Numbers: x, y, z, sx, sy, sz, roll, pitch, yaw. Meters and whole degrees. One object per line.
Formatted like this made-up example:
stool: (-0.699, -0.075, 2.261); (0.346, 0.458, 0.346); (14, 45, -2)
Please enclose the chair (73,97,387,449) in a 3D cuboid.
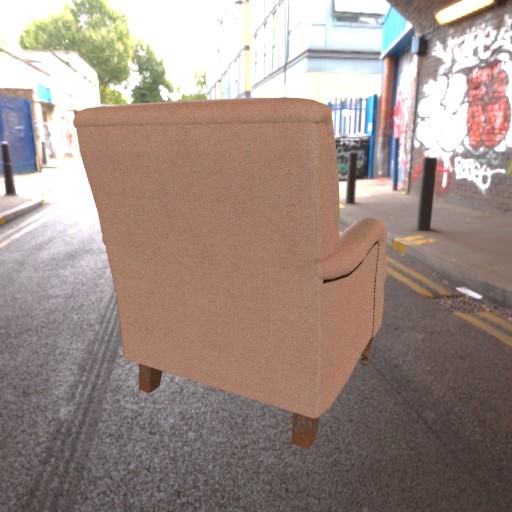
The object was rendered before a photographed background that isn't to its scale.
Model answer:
chair: (0.000, 0.000, 1.759); (0.879, 1.119, 0.953); (8, 17, 28)
